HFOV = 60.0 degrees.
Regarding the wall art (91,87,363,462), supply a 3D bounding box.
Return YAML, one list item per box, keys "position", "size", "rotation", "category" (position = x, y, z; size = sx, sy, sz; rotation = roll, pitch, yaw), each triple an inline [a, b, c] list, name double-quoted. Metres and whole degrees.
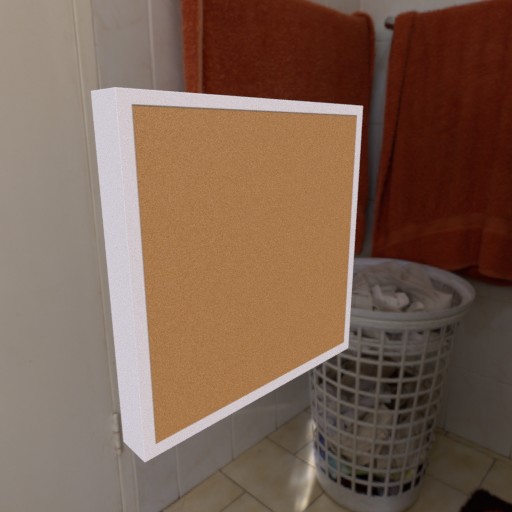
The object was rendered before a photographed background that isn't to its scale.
- position: [0.000, 0.000, 0.458]
  size: [0.305, 0.305, 0.038]
  rotation: [-14, 21, -42]
  category: "wall art"
